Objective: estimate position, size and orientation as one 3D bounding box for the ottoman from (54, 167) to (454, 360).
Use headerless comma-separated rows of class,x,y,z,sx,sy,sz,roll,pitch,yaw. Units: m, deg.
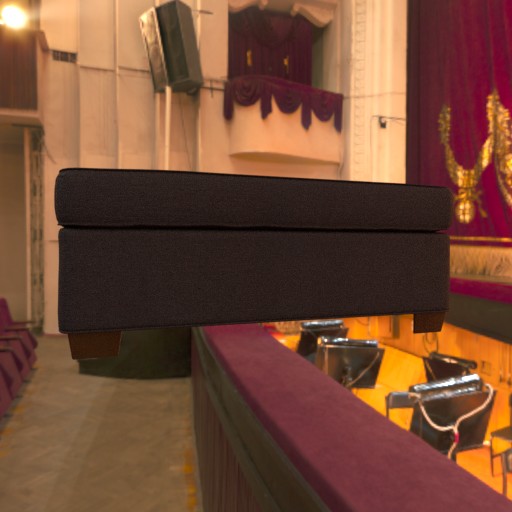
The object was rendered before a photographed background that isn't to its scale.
ottoman,0.000,0.000,1.376,1.110,0.460,0.515,0,1,-19
